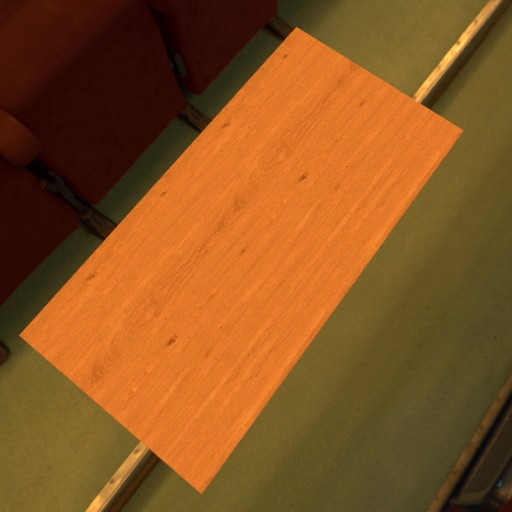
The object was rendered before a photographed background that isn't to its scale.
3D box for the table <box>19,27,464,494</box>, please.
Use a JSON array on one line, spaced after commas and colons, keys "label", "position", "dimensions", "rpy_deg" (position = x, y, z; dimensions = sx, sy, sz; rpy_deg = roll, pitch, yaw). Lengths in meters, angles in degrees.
[{"label": "table", "position": [0.000, 0.000, 1.122], "dimensions": [0.450, 0.452, 0.899], "rpy_deg": [36, 77, 9]}]
